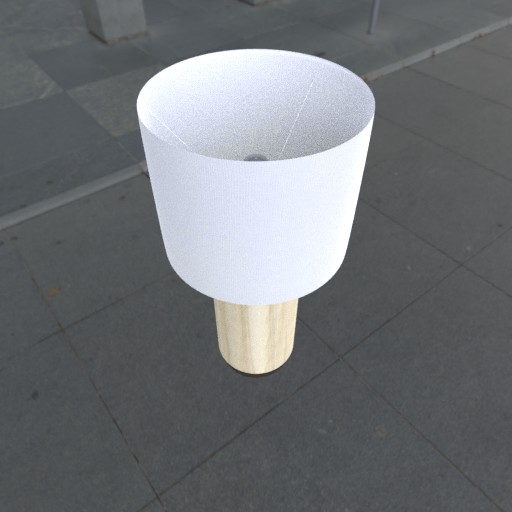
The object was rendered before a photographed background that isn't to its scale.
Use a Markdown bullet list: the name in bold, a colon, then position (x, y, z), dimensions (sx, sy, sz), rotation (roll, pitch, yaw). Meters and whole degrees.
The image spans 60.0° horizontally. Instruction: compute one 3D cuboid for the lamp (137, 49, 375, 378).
- **lamp**: position (0.000, 0.000, 0.586), dimensions (0.228, 0.444, 0.228), rotation (-17, 48, -16)
